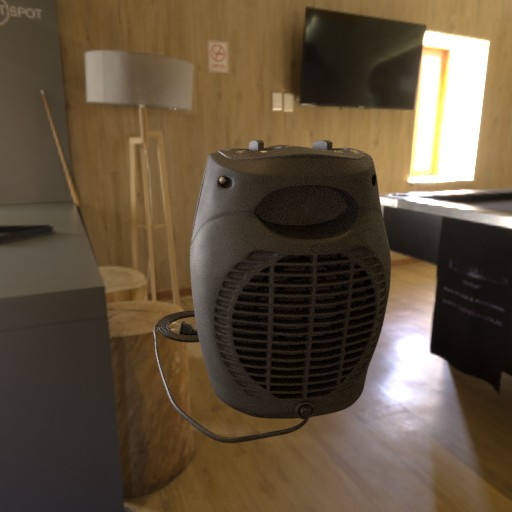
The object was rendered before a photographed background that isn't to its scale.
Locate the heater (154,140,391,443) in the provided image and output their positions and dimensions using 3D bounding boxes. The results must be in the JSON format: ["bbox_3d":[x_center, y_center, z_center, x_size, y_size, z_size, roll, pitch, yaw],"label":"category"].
[{"bbox_3d":[0.000,0.000,0.475,0.239,0.240,0.291,-2,15,-9],"label":"heater"}]
